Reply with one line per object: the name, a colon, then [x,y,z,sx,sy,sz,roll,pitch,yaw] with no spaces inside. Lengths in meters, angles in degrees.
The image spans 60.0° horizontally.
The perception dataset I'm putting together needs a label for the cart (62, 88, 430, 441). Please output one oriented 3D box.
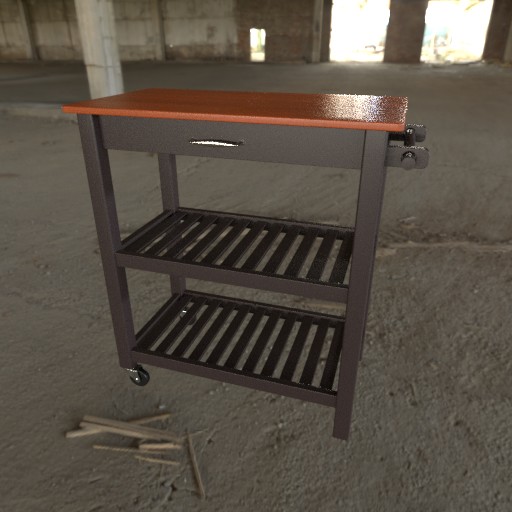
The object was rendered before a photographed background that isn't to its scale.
cart: [0.000,0.000,1.399,0.899,0.927,0.457,8,27,16]
